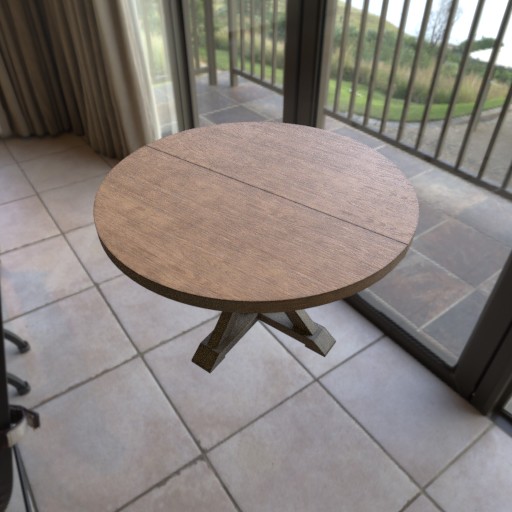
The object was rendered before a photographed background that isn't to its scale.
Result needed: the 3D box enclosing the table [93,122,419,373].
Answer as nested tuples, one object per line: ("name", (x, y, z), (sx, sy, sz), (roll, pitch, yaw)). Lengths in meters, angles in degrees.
("table", (0.000, 0.000, 2.172), (1.363, 0.781, 1.363), (0, 40, 0))
